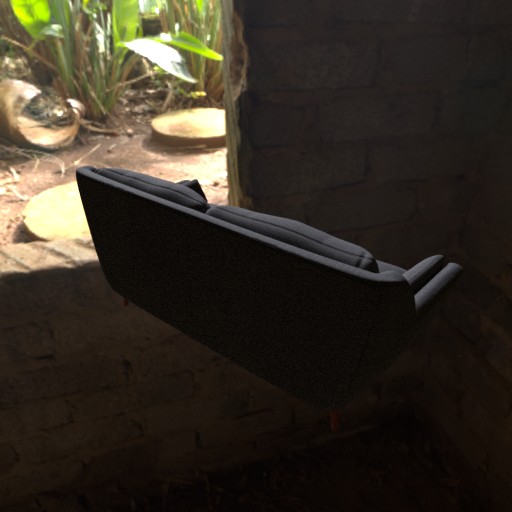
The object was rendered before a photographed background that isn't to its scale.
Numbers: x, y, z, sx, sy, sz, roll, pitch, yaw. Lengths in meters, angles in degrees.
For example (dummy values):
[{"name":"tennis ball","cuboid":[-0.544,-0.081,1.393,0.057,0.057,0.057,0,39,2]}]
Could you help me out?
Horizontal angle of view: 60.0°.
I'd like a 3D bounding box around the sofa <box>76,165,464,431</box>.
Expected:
[{"name":"sofa","cuboid":[0.000,0.000,2.426,1.929,0.896,0.975,22,37,32]}]
